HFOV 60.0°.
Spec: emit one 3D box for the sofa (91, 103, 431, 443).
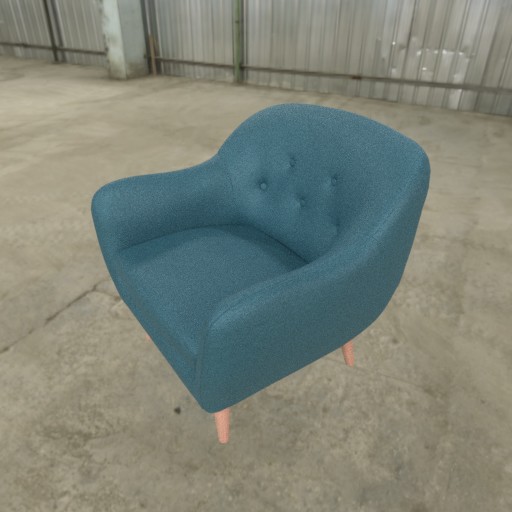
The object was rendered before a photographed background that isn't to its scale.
[{"bbox_3d":[0.000,0.000,1.481,0.825,0.817,0.836,-21,38,-29],"label":"sofa"}]
